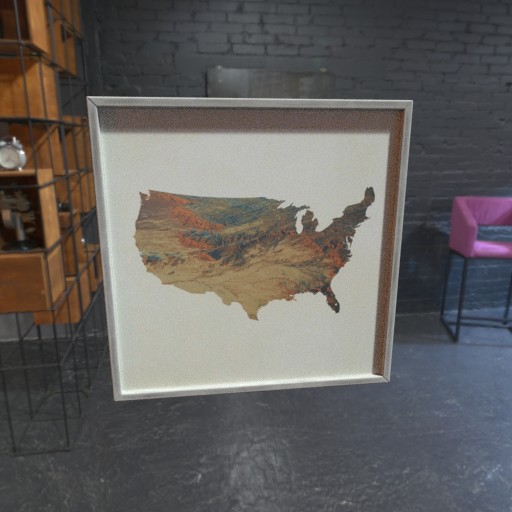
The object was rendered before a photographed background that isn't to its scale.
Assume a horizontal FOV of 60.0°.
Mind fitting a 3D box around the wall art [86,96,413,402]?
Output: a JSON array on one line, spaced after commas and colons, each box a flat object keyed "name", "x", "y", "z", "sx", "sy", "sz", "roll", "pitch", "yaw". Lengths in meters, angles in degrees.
[{"name": "wall art", "x": 0.000, "y": 0.000, "z": 0.452, "sx": 0.303, "sy": 0.303, "sz": 0.015, "roll": -2, "pitch": 15, "yaw": -7}]
